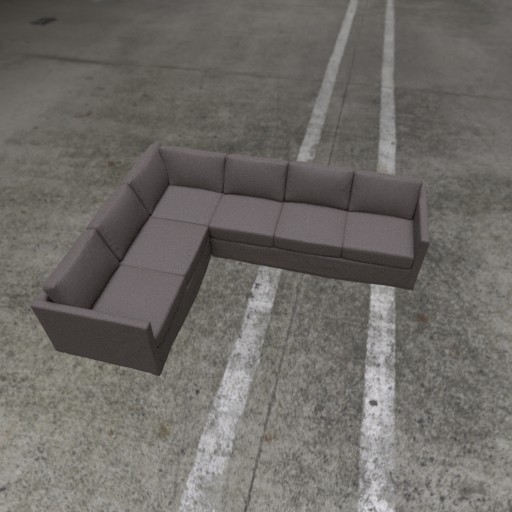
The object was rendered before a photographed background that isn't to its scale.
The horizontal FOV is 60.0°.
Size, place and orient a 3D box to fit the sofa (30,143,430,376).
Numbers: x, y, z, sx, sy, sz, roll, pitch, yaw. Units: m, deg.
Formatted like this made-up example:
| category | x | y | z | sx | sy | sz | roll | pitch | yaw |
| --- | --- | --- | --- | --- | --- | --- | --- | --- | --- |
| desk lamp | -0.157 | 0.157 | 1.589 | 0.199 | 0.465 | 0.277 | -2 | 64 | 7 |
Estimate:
| category | x | y | z | sx | sy | sz | roll | pitch | yaw |
| --- | --- | --- | --- | --- | --- | --- | --- | --- | --- |
| sofa | 0.000 | 0.000 | 4.306 | 3.182 | 0.871 | 2.432 | 9 | 46 | 9 |
